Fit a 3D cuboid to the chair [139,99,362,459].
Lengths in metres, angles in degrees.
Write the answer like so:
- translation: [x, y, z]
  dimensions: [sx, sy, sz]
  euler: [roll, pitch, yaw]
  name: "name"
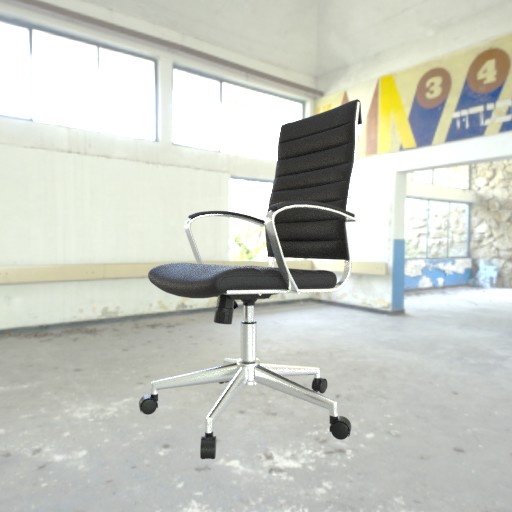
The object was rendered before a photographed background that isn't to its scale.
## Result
- translation: [0.000, 0.000, 1.634]
  dimensions: [0.739, 1.149, 0.766]
  euler: [-1, 2, -36]
  name: "chair"
